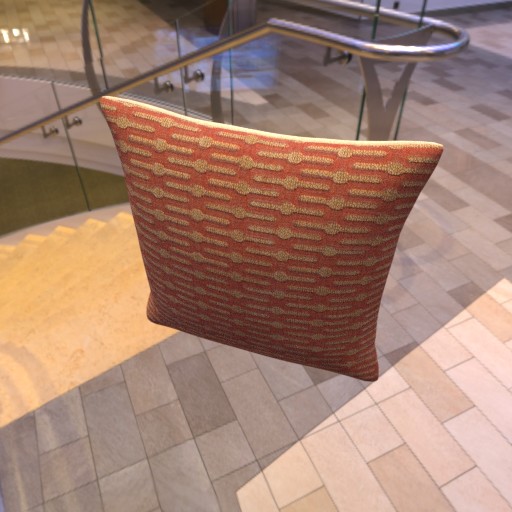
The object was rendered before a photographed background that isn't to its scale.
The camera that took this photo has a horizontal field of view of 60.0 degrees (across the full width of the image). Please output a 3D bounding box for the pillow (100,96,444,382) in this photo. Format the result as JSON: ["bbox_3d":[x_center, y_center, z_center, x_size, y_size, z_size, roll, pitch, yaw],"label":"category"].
[{"bbox_3d":[0.000,0.000,0.780,0.511,0.503,0.182,12,42,14],"label":"pillow"}]
